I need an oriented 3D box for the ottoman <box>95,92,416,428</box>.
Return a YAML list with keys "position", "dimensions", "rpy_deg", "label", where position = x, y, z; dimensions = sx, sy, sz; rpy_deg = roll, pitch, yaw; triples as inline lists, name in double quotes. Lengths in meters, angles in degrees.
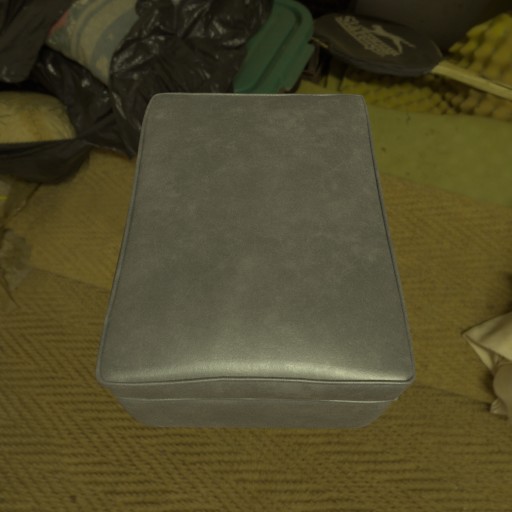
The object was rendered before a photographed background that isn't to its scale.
- position: [0.000, 0.000, 1.090]
  dimensions: [0.554, 0.445, 0.756]
  rpy_deg: [0, 58, 0]
  label: "ottoman"
